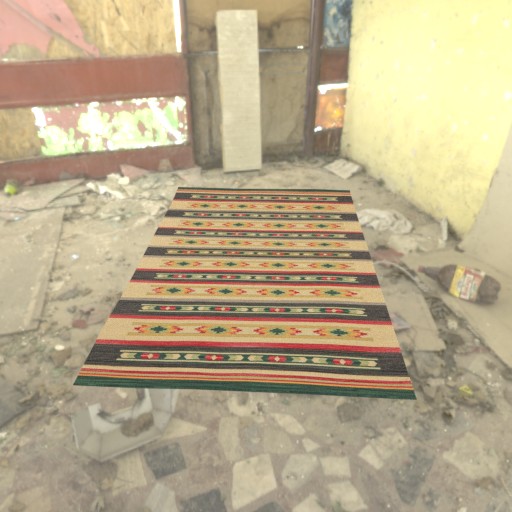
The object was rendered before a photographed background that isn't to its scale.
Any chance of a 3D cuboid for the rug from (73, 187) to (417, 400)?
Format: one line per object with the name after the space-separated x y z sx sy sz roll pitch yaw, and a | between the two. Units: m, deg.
0.000 0.000 2.937 1.522 0.010 2.311 2 31 3 | rug
